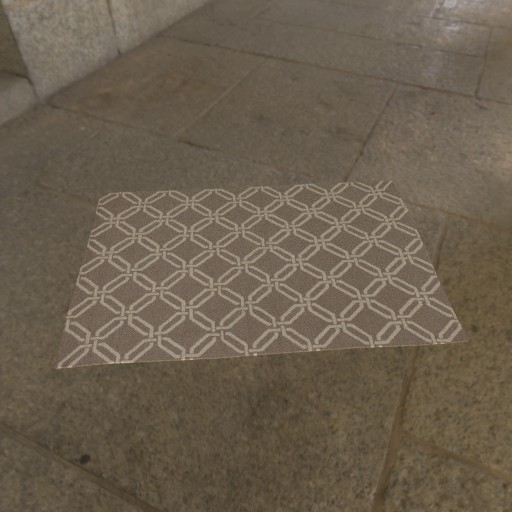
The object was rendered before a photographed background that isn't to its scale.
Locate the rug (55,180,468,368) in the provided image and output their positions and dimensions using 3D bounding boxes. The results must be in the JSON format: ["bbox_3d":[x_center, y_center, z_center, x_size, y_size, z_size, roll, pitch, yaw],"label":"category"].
[{"bbox_3d":[0.000,0.000,2.239,1.748,0.010,1.142,-3,47,-3],"label":"rug"}]
